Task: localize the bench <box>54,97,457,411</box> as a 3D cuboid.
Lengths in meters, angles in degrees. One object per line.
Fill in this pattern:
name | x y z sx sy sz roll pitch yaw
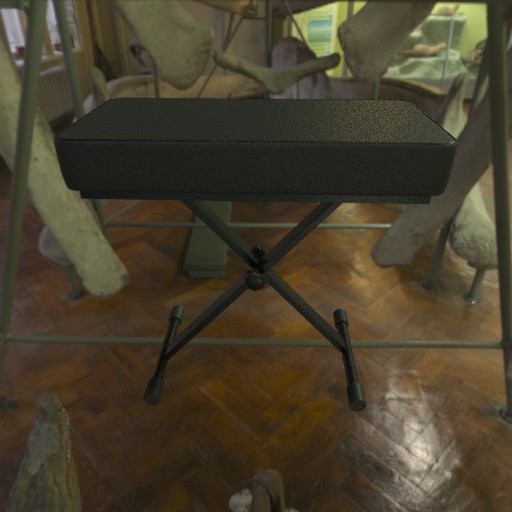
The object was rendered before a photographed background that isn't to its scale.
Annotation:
bench | 0.000 0.000 0.908 0.600 0.561 0.300 1 31 2
